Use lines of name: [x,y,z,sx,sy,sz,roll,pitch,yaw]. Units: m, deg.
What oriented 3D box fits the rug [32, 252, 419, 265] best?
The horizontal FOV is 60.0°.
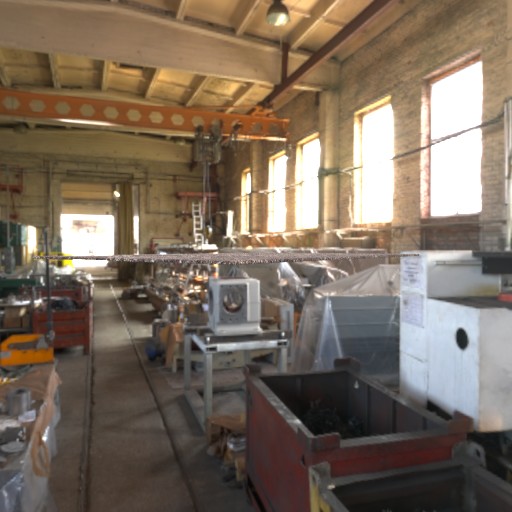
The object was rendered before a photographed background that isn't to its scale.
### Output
rug: [0.000,0.000,2.374,1.186,0.012,1.814,1,1,37]
